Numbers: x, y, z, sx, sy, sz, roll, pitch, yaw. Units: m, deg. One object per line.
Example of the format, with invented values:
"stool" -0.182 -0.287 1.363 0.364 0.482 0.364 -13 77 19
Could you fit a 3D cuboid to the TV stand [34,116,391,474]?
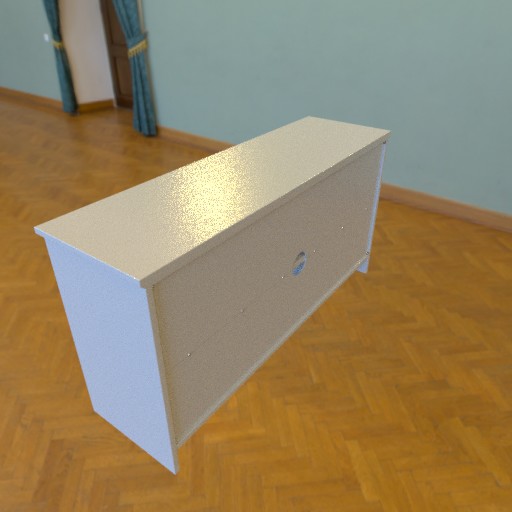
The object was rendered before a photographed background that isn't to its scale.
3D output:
"TV stand" 0.000 0.000 1.436 0.344 0.603 1.167 21 38 30
